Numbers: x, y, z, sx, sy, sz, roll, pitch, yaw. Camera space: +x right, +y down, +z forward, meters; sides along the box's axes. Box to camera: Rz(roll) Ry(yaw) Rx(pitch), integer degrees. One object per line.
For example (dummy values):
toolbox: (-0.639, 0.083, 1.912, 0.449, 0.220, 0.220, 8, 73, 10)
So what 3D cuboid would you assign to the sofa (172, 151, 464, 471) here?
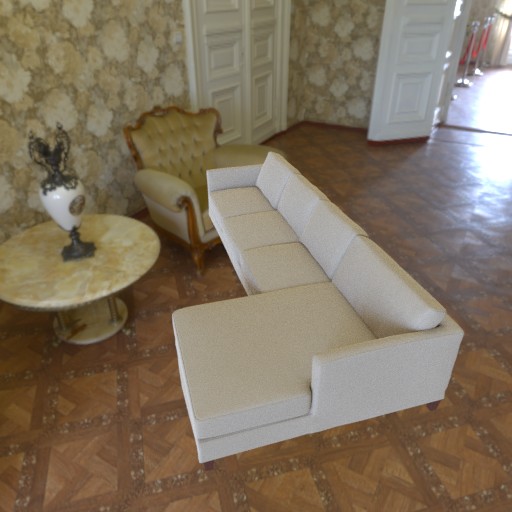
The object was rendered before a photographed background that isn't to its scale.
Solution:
sofa: (0.000, 0.000, 3.815, 1.625, 0.861, 3.186, -9, 32, -14)
